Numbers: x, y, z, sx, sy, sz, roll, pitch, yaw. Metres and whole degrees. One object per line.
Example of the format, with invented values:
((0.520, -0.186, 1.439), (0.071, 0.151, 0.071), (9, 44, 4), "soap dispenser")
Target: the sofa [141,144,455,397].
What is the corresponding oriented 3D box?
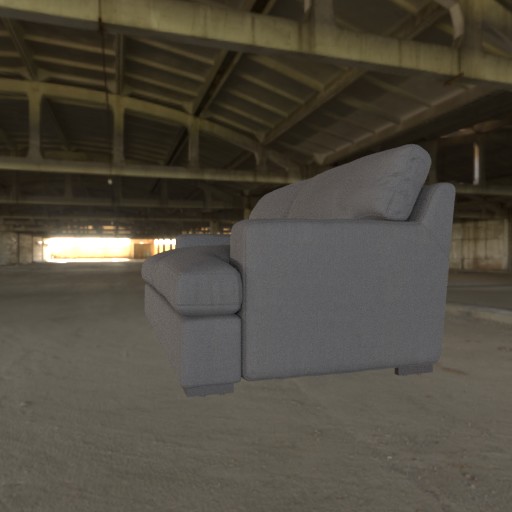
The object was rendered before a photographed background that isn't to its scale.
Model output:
((0.000, 0.000, 2.479), (1.143, 0.940, 1.880), (0, 1, -18), "sofa")
